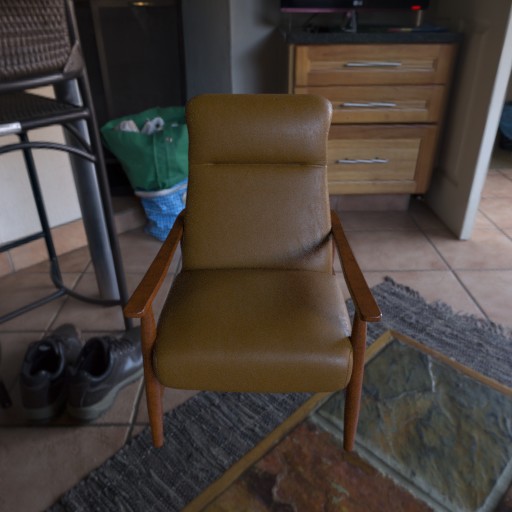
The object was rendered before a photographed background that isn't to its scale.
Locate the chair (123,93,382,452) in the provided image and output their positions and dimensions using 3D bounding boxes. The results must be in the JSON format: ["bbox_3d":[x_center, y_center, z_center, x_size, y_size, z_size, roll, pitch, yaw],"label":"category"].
[{"bbox_3d":[0.000,0.000,1.770,0.762,1.082,1.014,1,29,1],"label":"chair"}]
